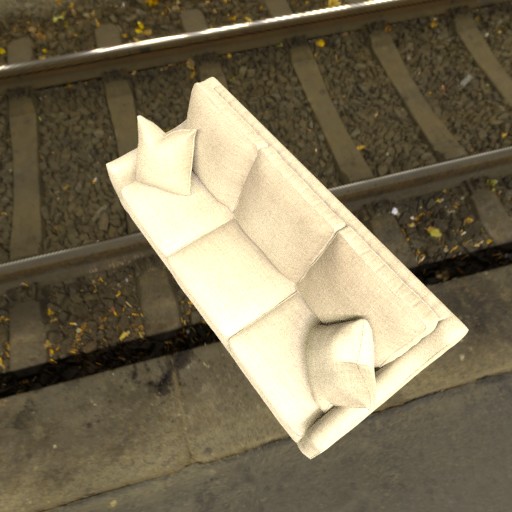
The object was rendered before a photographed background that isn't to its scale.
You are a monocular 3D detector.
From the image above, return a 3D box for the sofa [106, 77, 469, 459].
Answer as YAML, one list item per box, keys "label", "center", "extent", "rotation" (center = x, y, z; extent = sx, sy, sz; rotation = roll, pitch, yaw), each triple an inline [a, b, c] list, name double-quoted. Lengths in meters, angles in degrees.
- label: "sofa"
  center: [0.000, 0.000, 2.517]
  extent: [0.865, 0.914, 2.031]
  rotation: [-33, 67, -16]
